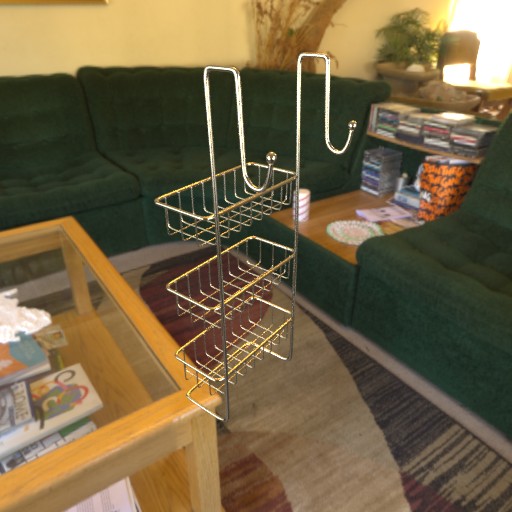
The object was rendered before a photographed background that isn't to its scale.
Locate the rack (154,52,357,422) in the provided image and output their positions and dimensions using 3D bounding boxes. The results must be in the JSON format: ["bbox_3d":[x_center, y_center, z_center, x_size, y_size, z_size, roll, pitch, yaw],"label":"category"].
[{"bbox_3d":[0.000,0.000,0.698,0.202,0.574,0.228,21,35,32],"label":"rack"}]
